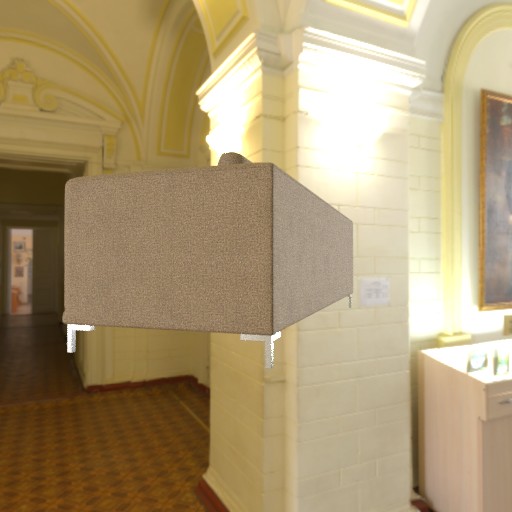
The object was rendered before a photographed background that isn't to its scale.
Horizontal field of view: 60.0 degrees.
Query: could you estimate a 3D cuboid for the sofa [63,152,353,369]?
[{"bbox_3d":[0.000,0.000,2.904,0.969,0.867,2.415,0,-1,19],"label":"sofa"}]
